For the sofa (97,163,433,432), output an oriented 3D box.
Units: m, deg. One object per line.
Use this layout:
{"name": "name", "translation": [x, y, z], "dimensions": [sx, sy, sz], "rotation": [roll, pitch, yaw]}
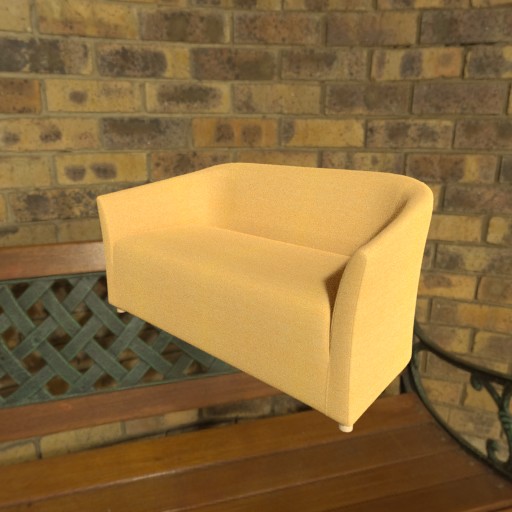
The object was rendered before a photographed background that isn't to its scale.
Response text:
{"name": "sofa", "translation": [0.000, 0.000, 1.914], "dimensions": [1.452, 0.721, 0.705], "rotation": [15, 21, 42]}
